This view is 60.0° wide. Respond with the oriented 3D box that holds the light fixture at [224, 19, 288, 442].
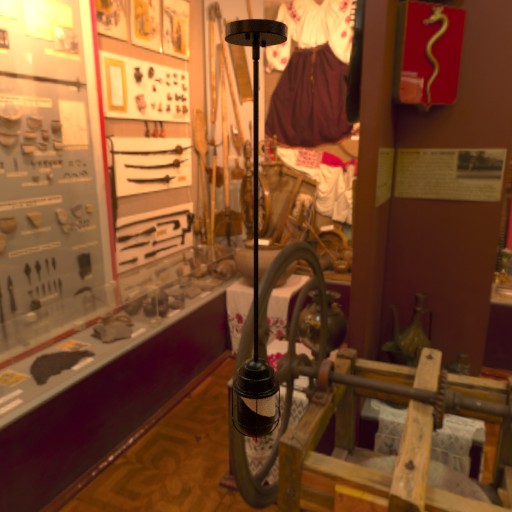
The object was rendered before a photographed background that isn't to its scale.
[{"bbox_3d":[0.000,0.000,0.978,0.123,0.920,0.123,7,16,25],"label":"light fixture"}]
